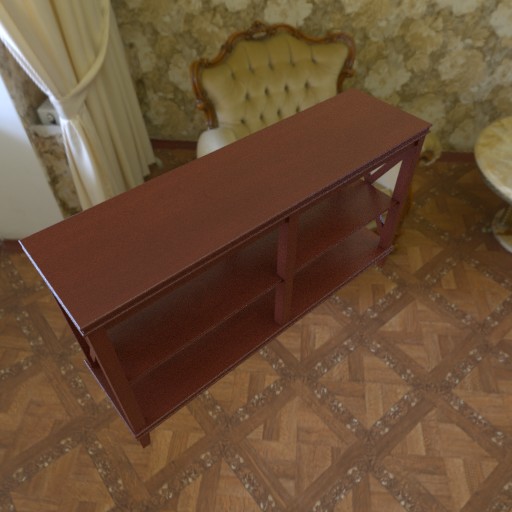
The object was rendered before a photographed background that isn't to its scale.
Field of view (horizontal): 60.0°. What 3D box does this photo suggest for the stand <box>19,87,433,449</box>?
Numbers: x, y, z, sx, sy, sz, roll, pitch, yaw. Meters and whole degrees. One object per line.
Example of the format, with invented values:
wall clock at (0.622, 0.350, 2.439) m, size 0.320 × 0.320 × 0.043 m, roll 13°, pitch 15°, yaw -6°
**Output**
stand at (0.000, 0.000, 1.684) m, size 1.372 × 0.762 × 0.381 m, roll -32°, pitch 54°, yaw -26°
